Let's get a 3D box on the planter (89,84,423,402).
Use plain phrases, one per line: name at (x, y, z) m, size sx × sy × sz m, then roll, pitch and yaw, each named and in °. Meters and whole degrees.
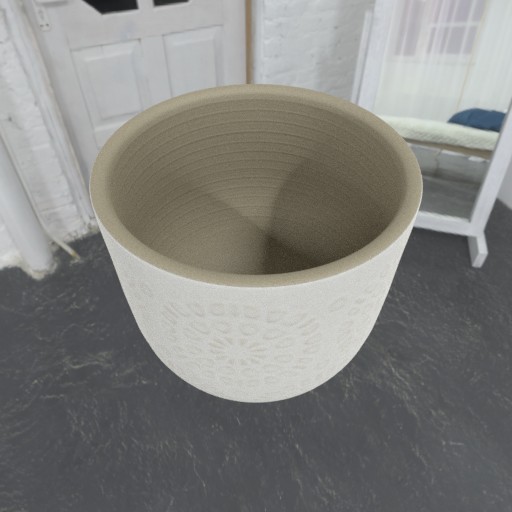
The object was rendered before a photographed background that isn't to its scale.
planter at (0.000, 0.000, 0.210) m, size 0.124 × 0.109 × 0.124 m, roll 0°, pitch 47°, yaw 0°
